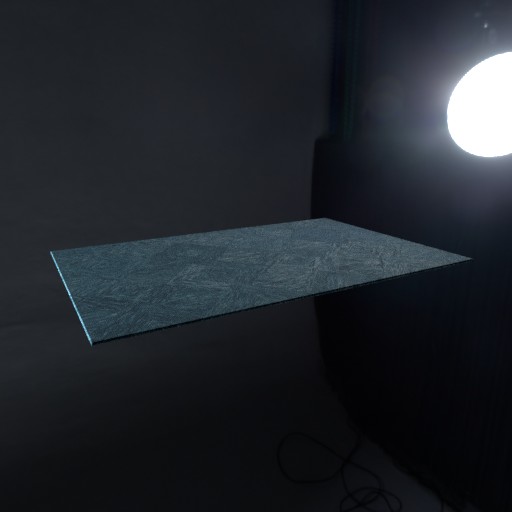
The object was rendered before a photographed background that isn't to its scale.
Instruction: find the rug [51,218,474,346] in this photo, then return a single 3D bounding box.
[{"bbox_3d":[0.000,0.000,2.843,2.277,0.015,1.490,-9,19,-28],"label":"rug"}]
